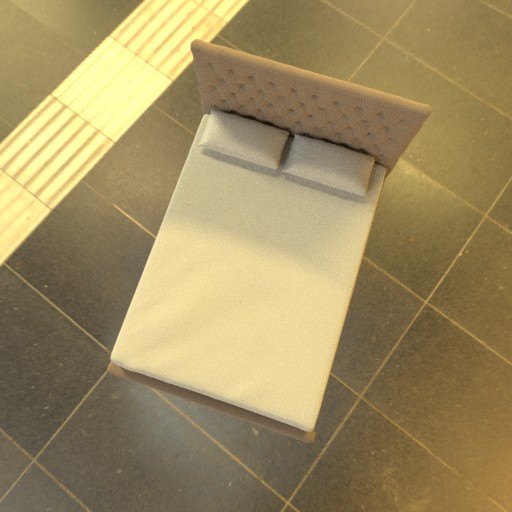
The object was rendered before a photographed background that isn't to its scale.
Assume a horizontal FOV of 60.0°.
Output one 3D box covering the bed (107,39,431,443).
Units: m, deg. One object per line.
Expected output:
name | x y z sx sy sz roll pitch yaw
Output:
bed | 0.000 0.000 3.398 1.698 1.427 2.387 18 77 4
